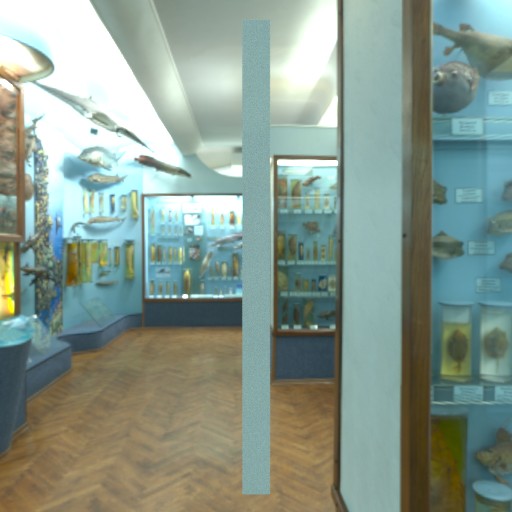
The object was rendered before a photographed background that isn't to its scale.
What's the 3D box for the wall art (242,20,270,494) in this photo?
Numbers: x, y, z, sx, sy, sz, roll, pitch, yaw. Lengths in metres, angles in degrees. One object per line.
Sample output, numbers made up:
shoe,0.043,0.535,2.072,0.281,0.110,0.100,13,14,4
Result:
wall art,0.000,0.000,0.819,0.037,0.606,0.508,0,1,0
